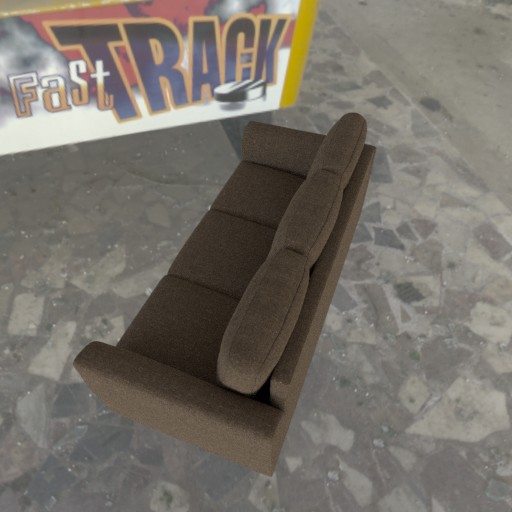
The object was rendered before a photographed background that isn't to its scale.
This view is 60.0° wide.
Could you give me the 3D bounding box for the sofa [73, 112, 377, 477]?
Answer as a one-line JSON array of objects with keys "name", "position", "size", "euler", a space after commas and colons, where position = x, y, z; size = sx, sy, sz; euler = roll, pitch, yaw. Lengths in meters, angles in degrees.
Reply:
[{"name": "sofa", "position": [0.000, 0.000, 2.291], "size": [0.837, 0.891, 1.847], "euler": [16, 50, 14]}]
